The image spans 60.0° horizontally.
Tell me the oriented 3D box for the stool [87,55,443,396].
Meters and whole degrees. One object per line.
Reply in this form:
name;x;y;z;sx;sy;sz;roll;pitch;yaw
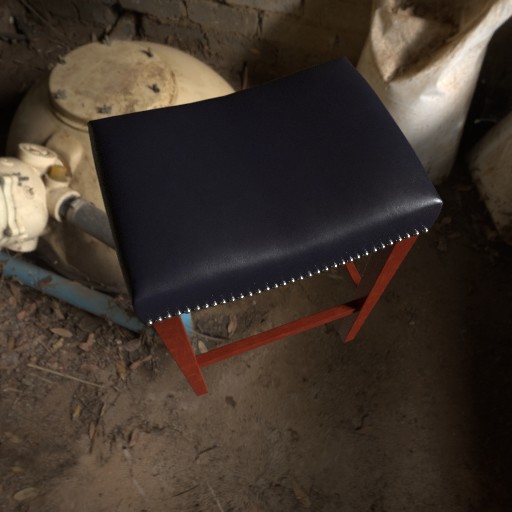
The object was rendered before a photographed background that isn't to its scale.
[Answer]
stool;0.000;0.000;1.026;0.504;0.742;0.372;-18;64;-9
